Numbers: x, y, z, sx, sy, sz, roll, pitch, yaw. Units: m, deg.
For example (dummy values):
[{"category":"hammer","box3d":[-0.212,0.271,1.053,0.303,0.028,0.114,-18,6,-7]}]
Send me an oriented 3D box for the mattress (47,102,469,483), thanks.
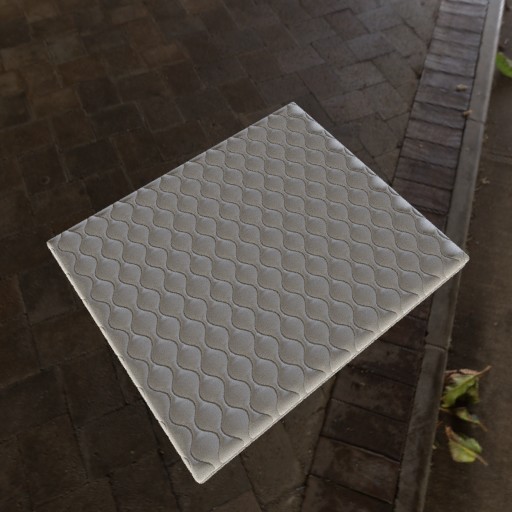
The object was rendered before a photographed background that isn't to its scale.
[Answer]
[{"category":"mattress","box3d":[0.000,0.000,2.640,1.900,0.200,1.600,-34,67,-17]}]
